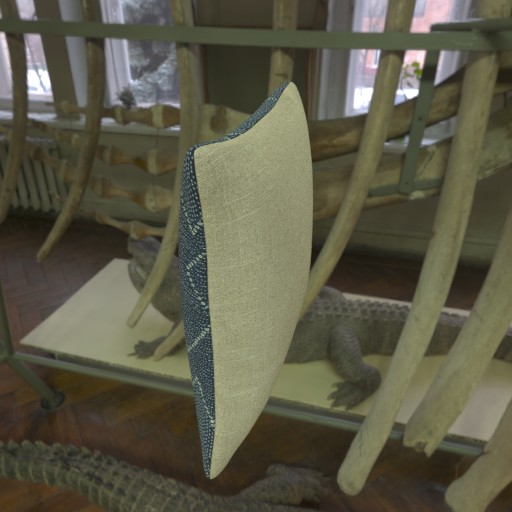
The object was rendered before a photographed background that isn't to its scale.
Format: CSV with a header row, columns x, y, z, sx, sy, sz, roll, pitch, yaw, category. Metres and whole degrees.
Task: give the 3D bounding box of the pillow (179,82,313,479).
x,y,z,sx,sy,sz,roll,pitch,yaw,category
0.000,0.000,0.650,0.148,0.428,0.435,7,29,13,pillow
